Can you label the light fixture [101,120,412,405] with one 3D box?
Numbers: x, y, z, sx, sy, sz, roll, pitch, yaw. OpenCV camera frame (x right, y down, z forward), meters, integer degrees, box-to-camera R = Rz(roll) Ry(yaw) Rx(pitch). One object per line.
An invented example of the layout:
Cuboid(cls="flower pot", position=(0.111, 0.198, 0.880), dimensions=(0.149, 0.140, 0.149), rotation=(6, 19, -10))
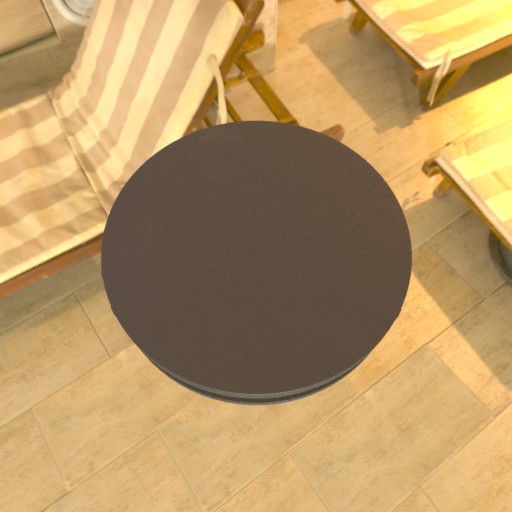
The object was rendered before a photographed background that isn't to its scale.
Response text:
Cuboid(cls="light fixture", position=(0.000, 0.000, 0.554), dimensions=(0.356, 0.102, 0.356), rotation=(0, 63, 0))
